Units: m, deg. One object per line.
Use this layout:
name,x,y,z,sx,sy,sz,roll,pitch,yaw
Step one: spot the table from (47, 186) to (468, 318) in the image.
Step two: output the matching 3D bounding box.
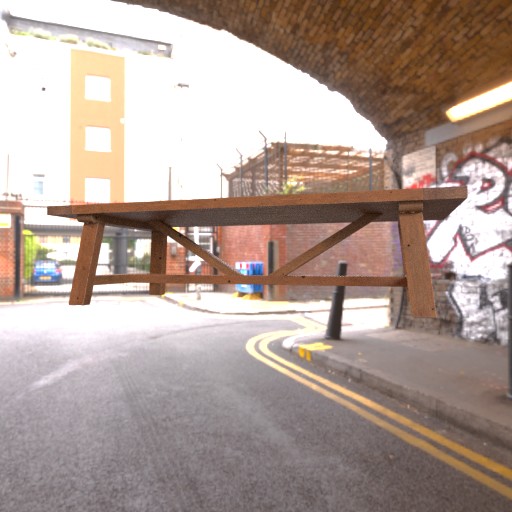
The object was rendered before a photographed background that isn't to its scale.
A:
table,0.000,0.000,2.197,1.800,0.465,0.820,0,-1,18
